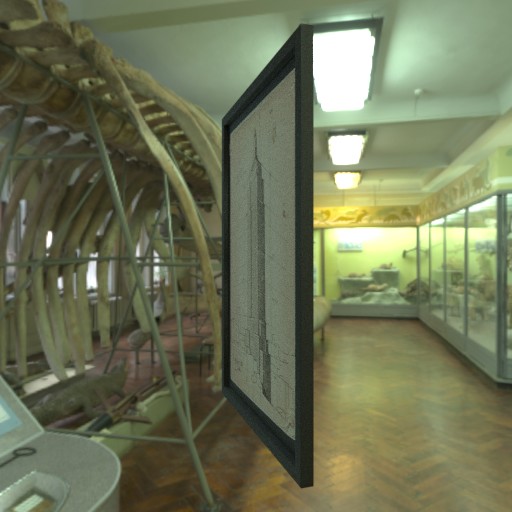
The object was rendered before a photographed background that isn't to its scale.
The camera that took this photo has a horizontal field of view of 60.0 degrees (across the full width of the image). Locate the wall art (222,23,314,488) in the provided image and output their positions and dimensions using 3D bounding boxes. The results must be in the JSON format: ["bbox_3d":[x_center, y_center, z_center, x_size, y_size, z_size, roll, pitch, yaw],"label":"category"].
[{"bbox_3d":[0.000,0.000,0.557,0.013,0.431,0.303,0,0,-18],"label":"wall art"}]
